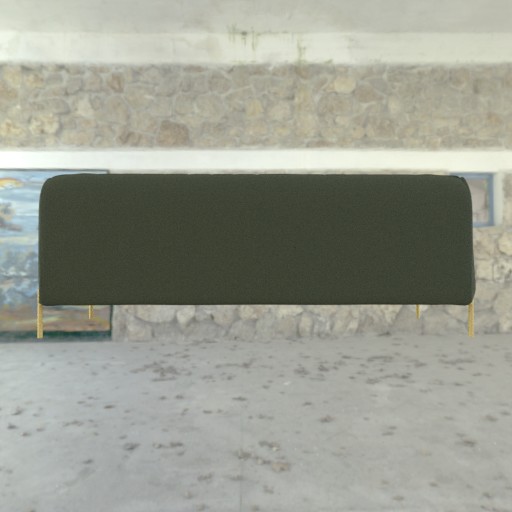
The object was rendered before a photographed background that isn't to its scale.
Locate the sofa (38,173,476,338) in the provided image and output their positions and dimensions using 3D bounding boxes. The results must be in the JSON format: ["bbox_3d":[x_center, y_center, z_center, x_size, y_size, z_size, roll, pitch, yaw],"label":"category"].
[{"bbox_3d":[0.000,0.000,2.526,2.137,0.793,0.896,0,0,-1],"label":"sofa"}]
